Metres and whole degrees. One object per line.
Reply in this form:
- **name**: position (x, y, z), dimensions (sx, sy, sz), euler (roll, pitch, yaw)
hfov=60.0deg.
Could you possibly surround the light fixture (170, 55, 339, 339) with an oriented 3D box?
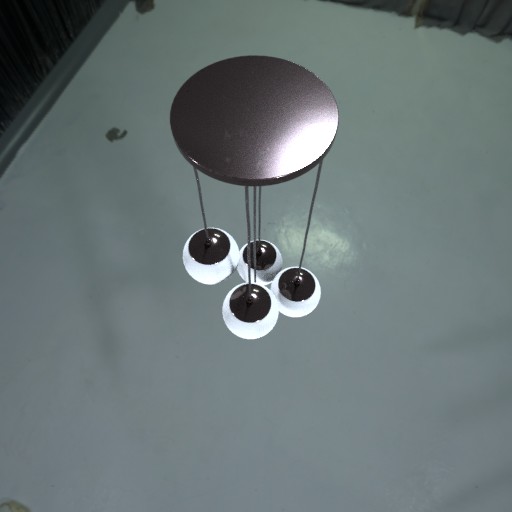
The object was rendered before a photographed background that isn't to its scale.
- **light fixture**: position (0.000, 0.000, 1.469), dimensions (0.489, 1.271, 0.484), euler (14, 63, 7)
